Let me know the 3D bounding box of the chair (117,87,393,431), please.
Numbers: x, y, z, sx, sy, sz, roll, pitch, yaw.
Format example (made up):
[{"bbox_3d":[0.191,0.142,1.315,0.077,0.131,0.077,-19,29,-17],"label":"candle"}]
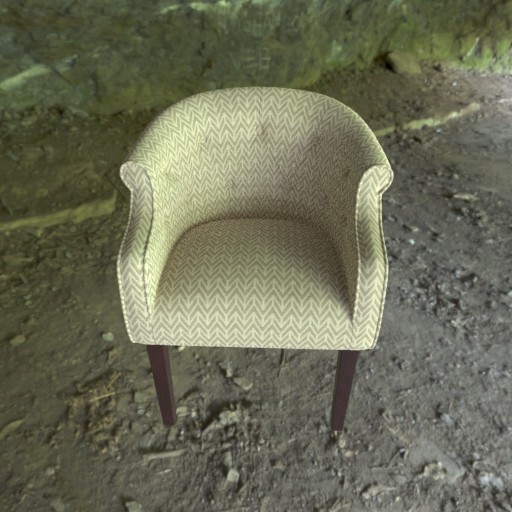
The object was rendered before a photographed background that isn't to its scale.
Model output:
[{"bbox_3d":[0.000,0.000,1.303,0.686,0.858,0.613,1,30,2],"label":"chair"}]
